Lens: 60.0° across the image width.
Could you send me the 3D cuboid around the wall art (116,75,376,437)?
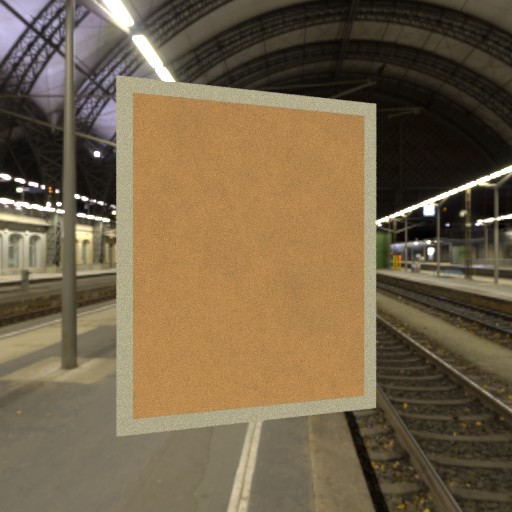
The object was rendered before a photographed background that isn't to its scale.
[{"bbox_3d":[0.000,0.000,1.102,0.661,0.811,0.026,0,0,-17],"label":"wall art"}]
